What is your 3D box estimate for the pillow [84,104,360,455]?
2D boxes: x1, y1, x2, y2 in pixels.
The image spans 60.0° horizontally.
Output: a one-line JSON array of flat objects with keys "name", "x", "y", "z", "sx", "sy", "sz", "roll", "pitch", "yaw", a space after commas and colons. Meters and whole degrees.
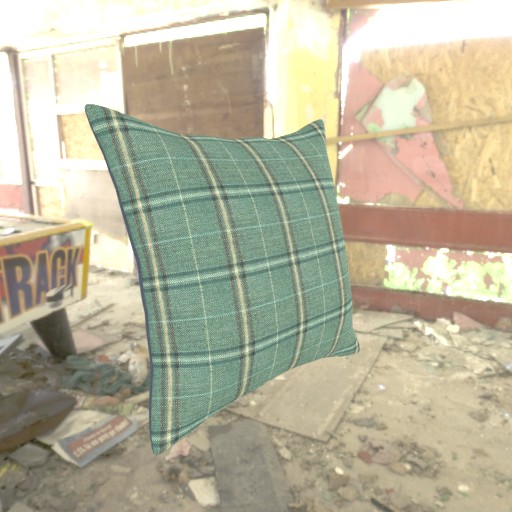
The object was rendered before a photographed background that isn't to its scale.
[{"name": "pillow", "x": 0.000, "y": 0.000, "z": 0.686, "sx": 0.453, "sy": 0.430, "sz": 0.200, "roll": -13, "pitch": 18, "yaw": -42}]
